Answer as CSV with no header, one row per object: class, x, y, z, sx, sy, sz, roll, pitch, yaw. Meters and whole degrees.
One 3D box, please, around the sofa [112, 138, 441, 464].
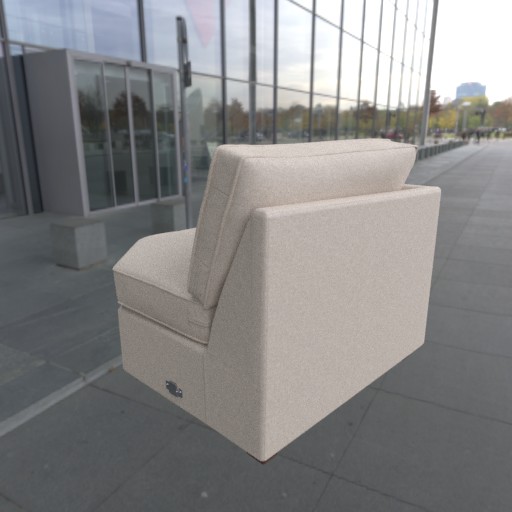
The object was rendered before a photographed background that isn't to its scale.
sofa,0.000,0.000,1.822,1.050,0.937,1.042,15,22,42
